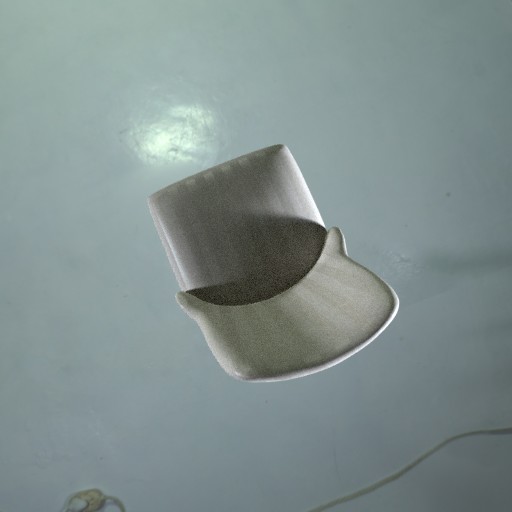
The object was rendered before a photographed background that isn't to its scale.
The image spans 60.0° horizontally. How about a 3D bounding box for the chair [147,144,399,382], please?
[{"bbox_3d":[0.000,0.000,1.302,0.526,0.917,0.684,-23,77,-5],"label":"chair"}]
